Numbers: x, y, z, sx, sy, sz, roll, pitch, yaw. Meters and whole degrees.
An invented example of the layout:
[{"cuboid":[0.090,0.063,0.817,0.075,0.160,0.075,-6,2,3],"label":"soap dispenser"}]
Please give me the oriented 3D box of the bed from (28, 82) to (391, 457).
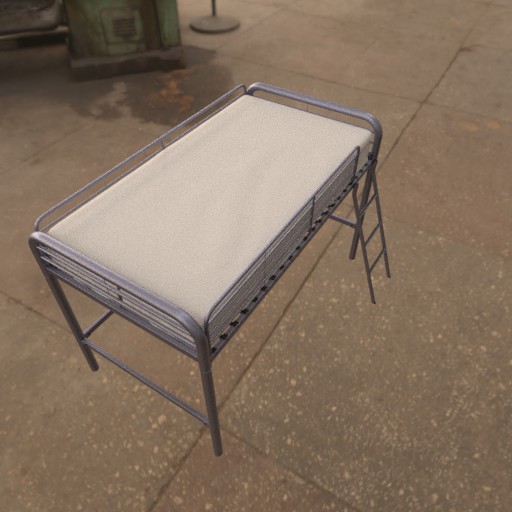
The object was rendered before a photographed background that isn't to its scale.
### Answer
[{"cuboid":[0.000,0.000,2.860,1.415,1.288,1.965,24,50,22],"label":"bed"}]
